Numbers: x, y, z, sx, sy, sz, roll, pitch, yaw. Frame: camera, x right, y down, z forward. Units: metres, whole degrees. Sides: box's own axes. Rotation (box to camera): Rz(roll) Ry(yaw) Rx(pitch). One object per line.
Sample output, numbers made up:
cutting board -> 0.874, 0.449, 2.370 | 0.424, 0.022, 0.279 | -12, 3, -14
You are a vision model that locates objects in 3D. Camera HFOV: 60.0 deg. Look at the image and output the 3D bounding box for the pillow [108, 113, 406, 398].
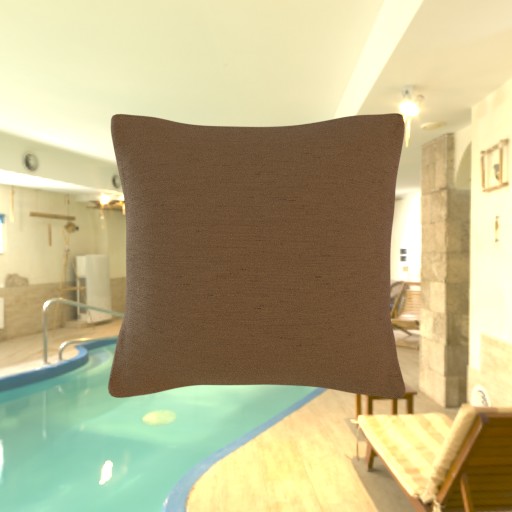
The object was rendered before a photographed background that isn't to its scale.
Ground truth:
pillow -> 0.000, 0.000, 0.650 | 0.436, 0.417, 0.148 | 0, 1, 1
